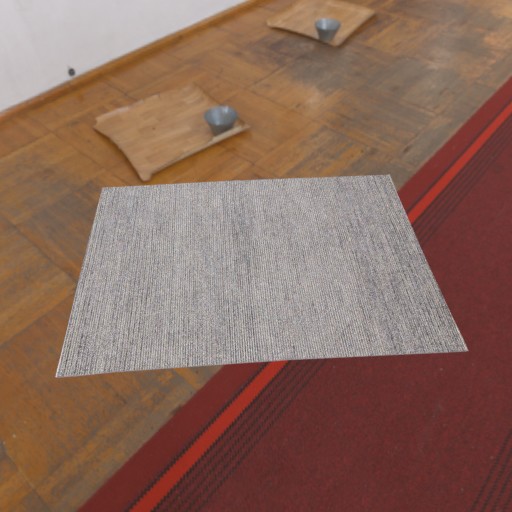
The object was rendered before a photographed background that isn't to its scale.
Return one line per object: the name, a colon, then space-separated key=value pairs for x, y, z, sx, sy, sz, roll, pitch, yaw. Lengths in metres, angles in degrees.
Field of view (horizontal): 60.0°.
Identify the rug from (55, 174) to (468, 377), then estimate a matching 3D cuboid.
rug: x=0.000 y=0.000 z=2.988 sx=2.307 sy=0.030 sz=1.604 roll=-3 pitch=48 yaw=-3
